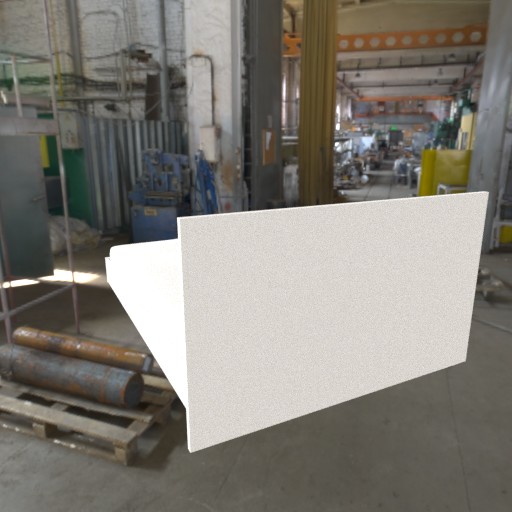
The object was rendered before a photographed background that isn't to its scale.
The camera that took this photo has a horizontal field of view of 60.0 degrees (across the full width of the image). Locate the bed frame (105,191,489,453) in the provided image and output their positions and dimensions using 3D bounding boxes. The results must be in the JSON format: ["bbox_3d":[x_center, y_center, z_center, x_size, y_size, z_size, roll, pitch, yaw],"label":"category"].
[{"bbox_3d":[0.000,0.000,3.016,1.711,1.001,2.100,-8,17,-26],"label":"bed frame"}]
